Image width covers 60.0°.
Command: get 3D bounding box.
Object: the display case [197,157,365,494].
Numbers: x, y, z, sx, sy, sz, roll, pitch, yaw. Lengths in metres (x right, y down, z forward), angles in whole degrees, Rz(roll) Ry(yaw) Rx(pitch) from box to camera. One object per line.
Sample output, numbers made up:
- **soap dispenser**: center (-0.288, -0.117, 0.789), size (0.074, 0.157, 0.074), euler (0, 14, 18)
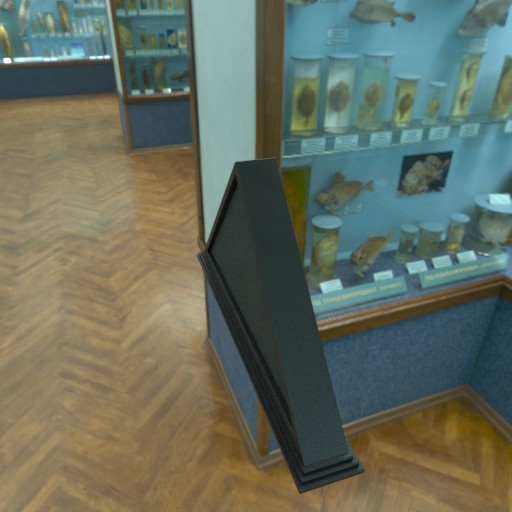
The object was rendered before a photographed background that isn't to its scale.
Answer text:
- **display case**: center (0.000, 0.000, 0.761), size (0.095, 0.340, 0.640), euler (-10, 32, -16)
